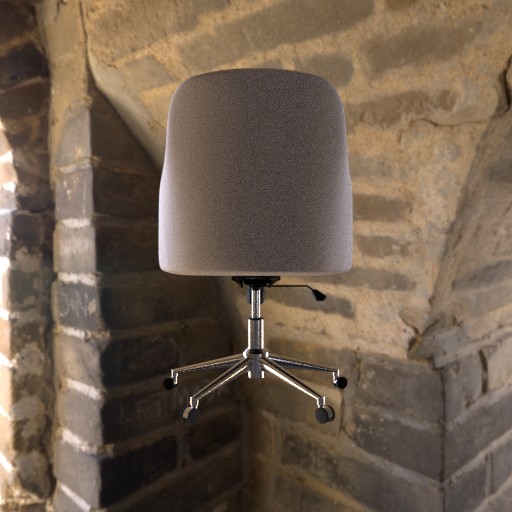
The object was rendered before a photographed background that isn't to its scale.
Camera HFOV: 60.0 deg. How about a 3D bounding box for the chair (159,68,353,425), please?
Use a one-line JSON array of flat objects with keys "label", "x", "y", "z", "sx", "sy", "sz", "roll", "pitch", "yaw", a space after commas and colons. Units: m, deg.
[{"label": "chair", "x": 0.000, "y": 0.000, "z": 1.282, "sx": 0.602, "sy": 0.819, "sz": 0.647, "roll": 0, "pitch": -2, "yaw": 0}]
